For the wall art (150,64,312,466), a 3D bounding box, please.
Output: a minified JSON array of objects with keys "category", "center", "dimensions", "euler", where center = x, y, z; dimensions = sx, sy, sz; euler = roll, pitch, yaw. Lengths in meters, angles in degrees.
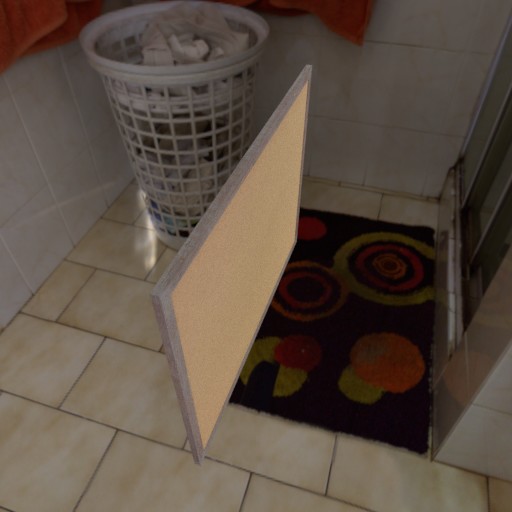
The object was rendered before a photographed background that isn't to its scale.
[{"category":"wall art","center":[0.000,0.000,1.356],"dimensions":[0.019,0.774,1.012],"euler":[14,47,14]}]
